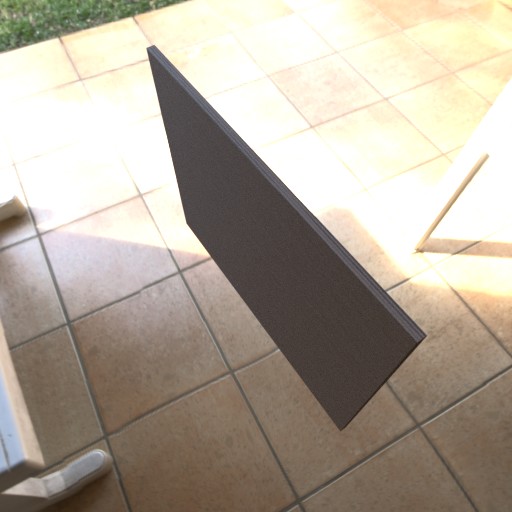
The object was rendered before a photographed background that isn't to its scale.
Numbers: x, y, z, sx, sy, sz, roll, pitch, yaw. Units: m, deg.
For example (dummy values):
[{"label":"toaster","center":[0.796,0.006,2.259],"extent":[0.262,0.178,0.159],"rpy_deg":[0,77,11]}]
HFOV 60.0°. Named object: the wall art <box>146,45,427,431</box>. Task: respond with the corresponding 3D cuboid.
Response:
[{"label":"wall art","center":[0.000,0.000,0.665],"extent":[0.013,0.406,0.508],"rpy_deg":[-30,63,-17]}]
